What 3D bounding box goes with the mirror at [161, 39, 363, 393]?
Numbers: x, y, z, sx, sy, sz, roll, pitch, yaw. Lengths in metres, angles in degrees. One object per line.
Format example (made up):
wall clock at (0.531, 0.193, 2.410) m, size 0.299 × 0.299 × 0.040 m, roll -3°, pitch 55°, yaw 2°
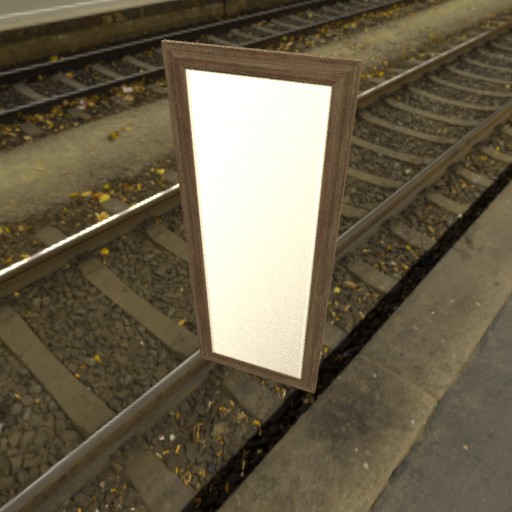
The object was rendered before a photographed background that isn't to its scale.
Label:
mirror at (0.000, 0.000, 2.336) m, size 0.812 × 2.032 × 0.025 m, roll 13°, pitch 41°, yaw 16°
